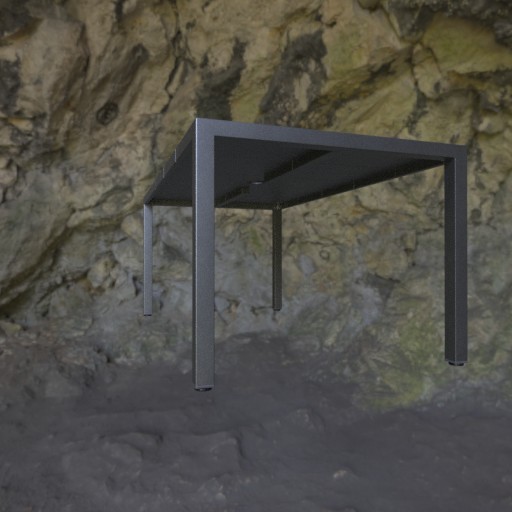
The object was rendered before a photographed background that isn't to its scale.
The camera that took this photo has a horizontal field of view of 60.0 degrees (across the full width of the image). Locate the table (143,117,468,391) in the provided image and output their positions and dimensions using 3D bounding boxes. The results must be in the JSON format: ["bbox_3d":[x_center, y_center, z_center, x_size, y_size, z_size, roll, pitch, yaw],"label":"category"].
[{"bbox_3d":[0.000,0.000,2.119,0.914,0.735,1.680,0,0,-19],"label":"table"}]
